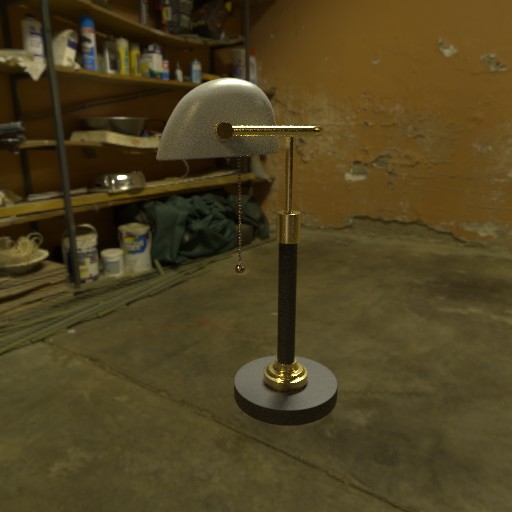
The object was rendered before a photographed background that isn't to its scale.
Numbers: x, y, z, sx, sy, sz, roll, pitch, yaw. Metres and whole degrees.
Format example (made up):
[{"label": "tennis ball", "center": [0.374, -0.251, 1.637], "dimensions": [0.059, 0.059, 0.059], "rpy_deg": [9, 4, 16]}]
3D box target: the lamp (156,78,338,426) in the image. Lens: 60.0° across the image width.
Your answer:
[{"label": "lamp", "center": [0.000, 0.000, 0.562], "dimensions": [0.227, 0.404, 0.269], "rpy_deg": [-2, 15, -9]}]
